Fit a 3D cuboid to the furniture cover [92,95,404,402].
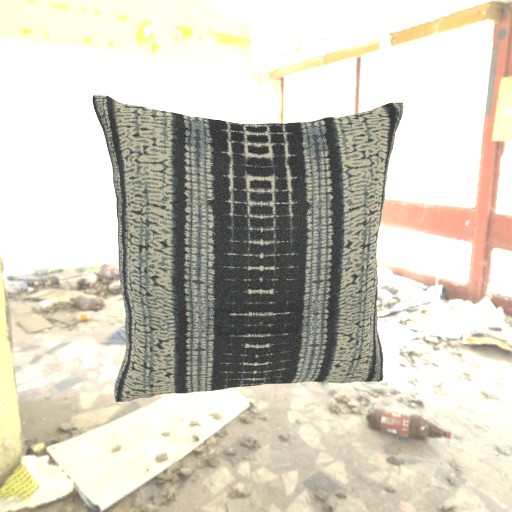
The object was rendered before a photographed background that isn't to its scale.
[{"bbox_3d":[0.000,0.000,0.644,0.425,0.435,0.133,-2,13,-9],"label":"furniture cover"}]
